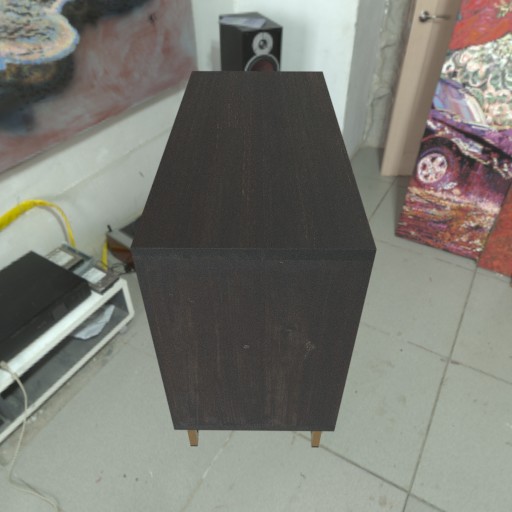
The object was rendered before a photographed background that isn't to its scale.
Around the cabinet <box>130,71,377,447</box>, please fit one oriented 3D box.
[{"bbox_3d":[0.000,0.000,1.448,0.451,0.860,0.950,0,41,0],"label":"cabinet"}]
